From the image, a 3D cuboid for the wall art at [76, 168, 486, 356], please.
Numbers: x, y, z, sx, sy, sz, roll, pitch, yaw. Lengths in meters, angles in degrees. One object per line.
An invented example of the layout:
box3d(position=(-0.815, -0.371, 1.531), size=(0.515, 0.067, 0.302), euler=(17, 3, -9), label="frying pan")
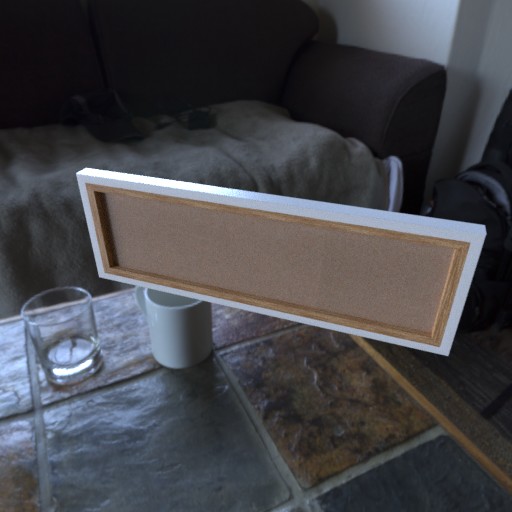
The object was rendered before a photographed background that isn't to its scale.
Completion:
box3d(position=(0.000, 0.000, 0.873), size=(0.766, 0.256, 0.036), euler=(11, 33, 17), label="wall art")
